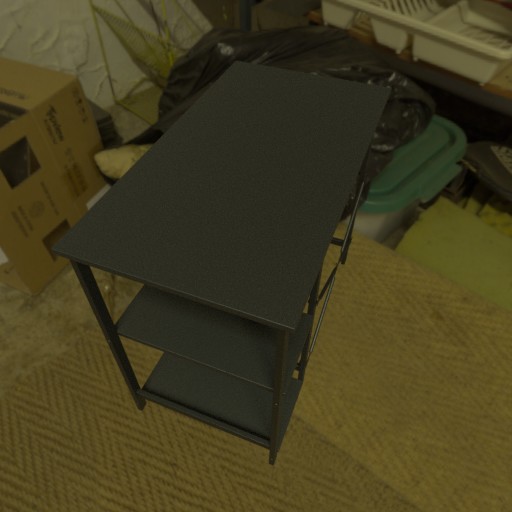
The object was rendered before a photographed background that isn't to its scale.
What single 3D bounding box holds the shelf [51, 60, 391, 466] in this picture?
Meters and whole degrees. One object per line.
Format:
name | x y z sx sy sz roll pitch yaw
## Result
shelf | 0.000 0.000 1.356 0.498 0.749 0.902 16 49 15
